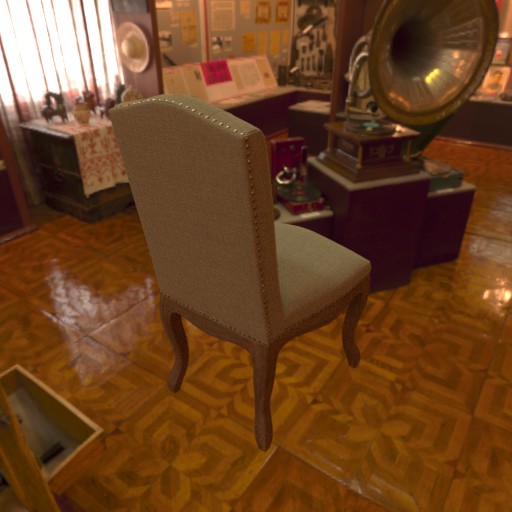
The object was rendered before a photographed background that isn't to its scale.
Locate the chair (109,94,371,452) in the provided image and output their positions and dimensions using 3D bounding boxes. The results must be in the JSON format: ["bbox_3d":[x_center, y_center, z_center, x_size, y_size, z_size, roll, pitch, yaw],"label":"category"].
[{"bbox_3d":[0.000,0.000,1.586,0.637,1.191,0.731,20,36,31],"label":"chair"}]
